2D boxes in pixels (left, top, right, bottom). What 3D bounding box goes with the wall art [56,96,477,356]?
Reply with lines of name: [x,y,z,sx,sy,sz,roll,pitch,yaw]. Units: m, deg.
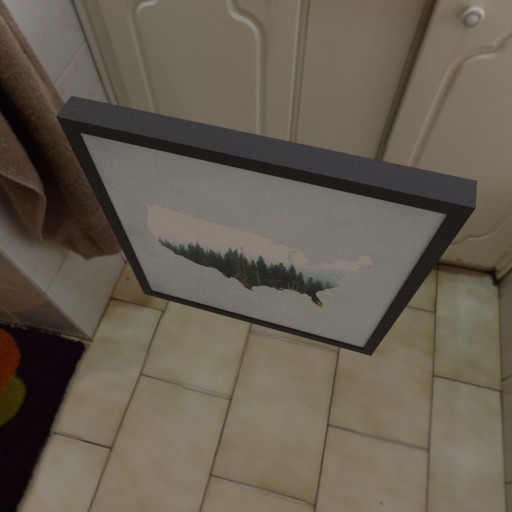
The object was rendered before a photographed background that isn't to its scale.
wall art: [0.000,0.000,0.746,0.509,0.509,0.040,14,60,8]
